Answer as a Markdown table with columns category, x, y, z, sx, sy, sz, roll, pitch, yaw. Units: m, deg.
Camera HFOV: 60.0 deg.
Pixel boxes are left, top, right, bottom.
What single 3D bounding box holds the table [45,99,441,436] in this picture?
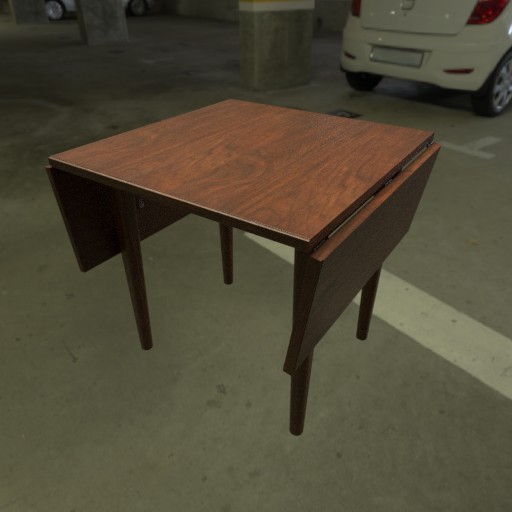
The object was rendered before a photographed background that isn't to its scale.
| category | x | y | z | sx | sy | sz | roll | pitch | yaw |
| --- | --- | --- | --- | --- | --- | --- | --- | --- | --- |
| table | 0.000 | 0.000 | 1.474 | 0.843 | 0.763 | 0.812 | 20 | 37 | 29 |
